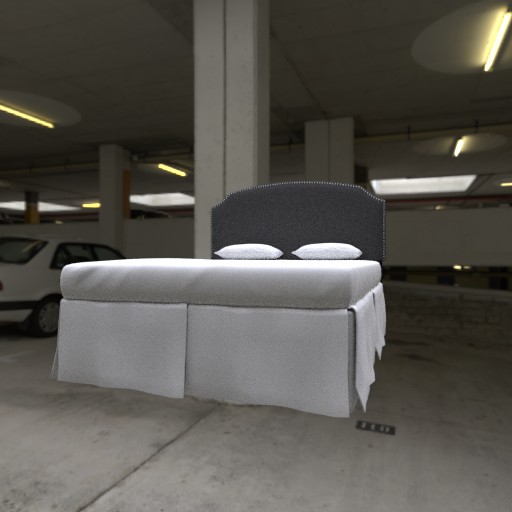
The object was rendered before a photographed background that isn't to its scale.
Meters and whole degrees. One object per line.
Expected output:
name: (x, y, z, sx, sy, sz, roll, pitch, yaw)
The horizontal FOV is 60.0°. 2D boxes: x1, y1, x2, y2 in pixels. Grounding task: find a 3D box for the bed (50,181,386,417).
bed: (0.000, 0.000, 2.876, 1.558, 1.270, 1.999, 0, 0, 19)
